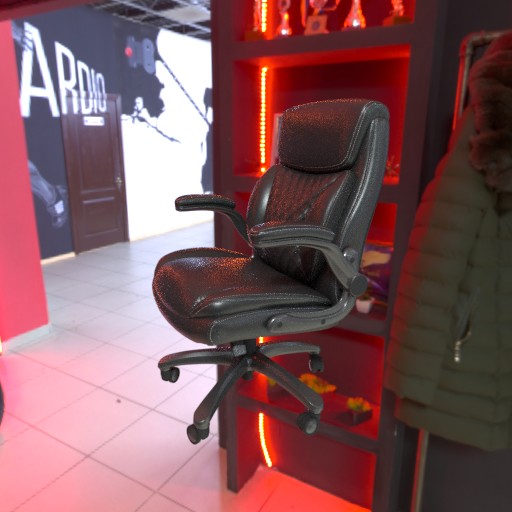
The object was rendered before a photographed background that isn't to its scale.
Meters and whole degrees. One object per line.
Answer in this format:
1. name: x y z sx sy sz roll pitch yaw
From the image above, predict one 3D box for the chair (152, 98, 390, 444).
1. chair: 0.000 0.000 1.640 0.724 1.110 0.782 -8 17 -26
